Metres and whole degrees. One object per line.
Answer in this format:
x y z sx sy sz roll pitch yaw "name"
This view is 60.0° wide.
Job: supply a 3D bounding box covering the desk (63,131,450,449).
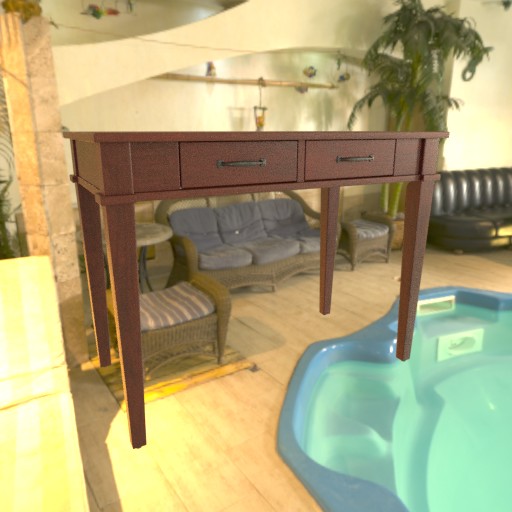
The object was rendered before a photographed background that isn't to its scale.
0.000 0.000 1.410 1.001 0.762 0.549 -8 18 -27 "desk"
